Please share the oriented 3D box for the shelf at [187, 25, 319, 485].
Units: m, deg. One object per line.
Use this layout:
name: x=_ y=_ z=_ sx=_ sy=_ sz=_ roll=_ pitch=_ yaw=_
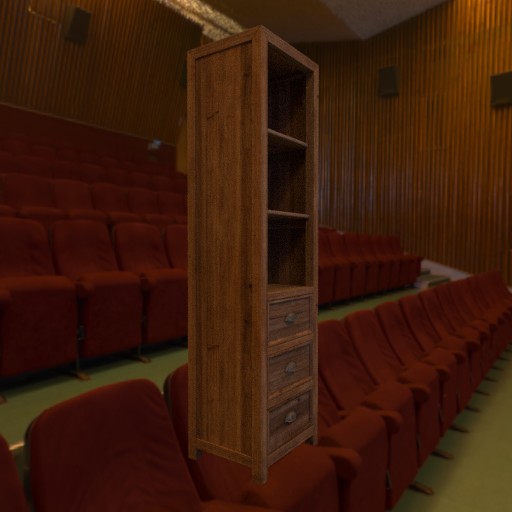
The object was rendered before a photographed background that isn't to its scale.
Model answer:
shelf: x=0.000 y=0.000 z=2.150 sx=0.428 sy=1.900 sz=0.500 roll=1 pitch=2 yaw=36
